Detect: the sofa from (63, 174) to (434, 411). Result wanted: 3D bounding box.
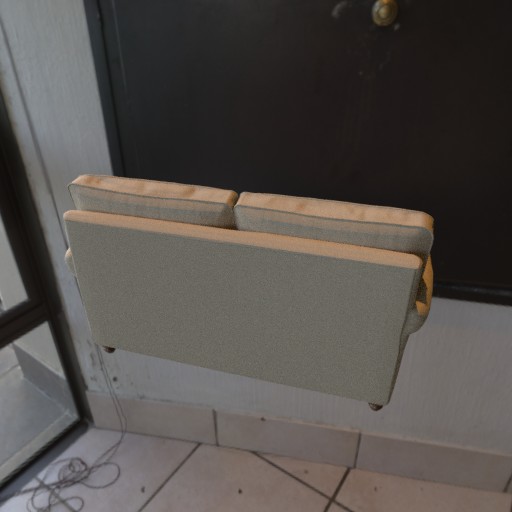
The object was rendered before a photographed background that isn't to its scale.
[{"bbox_3d":[0.000,0.000,2.274,1.665,0.937,0.964,8,32,13],"label":"sofa"}]
